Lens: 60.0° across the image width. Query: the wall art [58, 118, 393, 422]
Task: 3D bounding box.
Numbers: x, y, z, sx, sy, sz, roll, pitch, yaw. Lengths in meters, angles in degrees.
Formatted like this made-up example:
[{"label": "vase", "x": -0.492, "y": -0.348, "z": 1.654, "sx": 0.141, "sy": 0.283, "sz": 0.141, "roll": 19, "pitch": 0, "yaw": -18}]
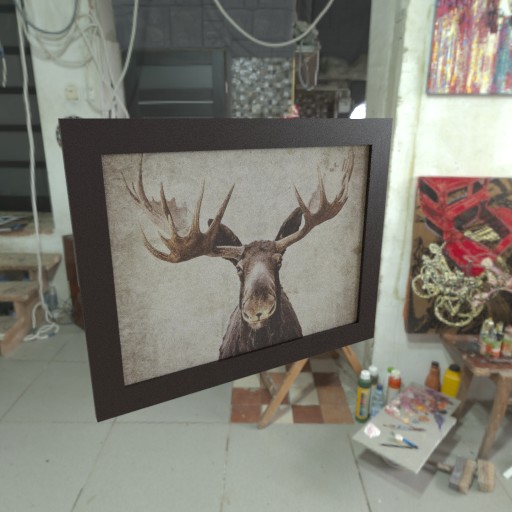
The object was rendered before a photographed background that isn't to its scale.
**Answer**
[{"label": "wall art", "x": 0.000, "y": 0.000, "z": 1.605, "sx": 1.207, "sy": 0.952, "sz": 0.034, "roll": -9, "pitch": 20, "yaw": -28}]
